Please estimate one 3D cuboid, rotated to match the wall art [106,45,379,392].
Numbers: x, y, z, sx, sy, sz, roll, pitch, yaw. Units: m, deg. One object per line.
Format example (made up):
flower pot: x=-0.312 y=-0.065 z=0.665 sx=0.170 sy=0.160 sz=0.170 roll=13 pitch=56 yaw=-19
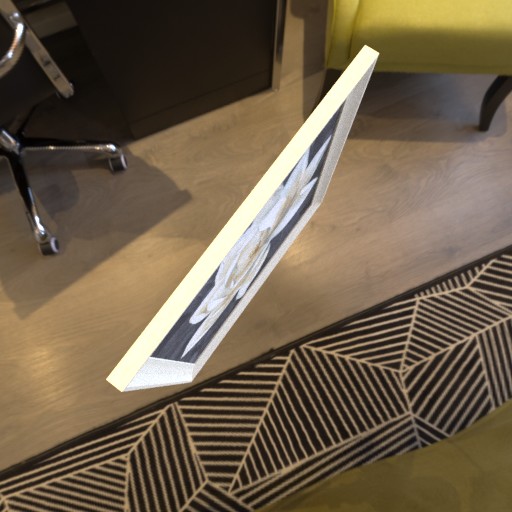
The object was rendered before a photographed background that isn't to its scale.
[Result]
wall art: x=0.000 y=0.000 z=1.518 sx=0.045 sy=1.016 sz=1.016 roll=35 pitch=78 yaw=9
